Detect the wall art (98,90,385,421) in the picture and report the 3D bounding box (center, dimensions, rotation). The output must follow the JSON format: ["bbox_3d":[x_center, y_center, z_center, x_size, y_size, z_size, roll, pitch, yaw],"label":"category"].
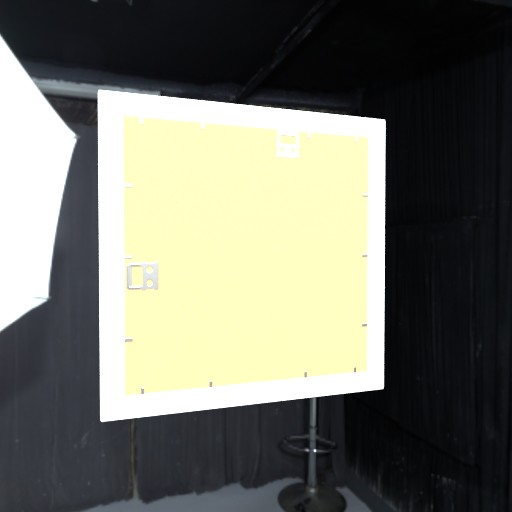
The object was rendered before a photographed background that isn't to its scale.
[{"bbox_3d":[0.000,0.000,0.876,0.584,0.584,0.013,0,1,-18],"label":"wall art"}]
